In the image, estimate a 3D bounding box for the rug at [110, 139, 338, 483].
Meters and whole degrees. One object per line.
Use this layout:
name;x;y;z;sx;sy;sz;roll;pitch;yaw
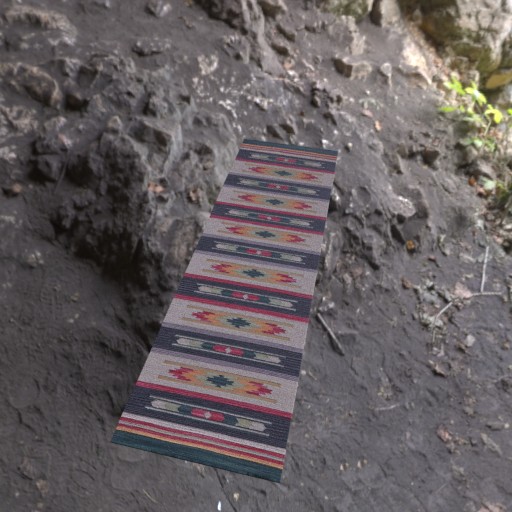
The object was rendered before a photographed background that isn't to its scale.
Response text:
rug;0.000;0.000;2.686;0.760;0.009;2.440;9;48;9
